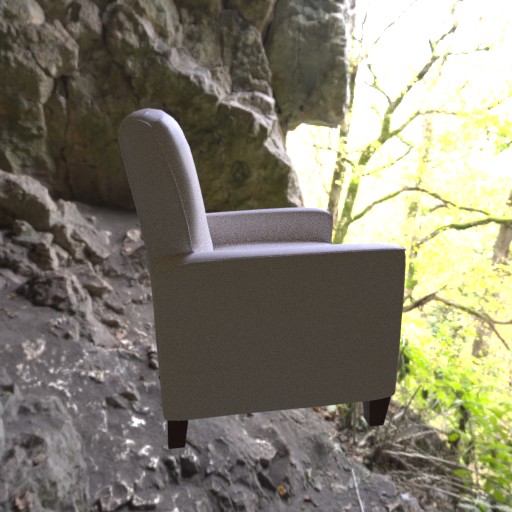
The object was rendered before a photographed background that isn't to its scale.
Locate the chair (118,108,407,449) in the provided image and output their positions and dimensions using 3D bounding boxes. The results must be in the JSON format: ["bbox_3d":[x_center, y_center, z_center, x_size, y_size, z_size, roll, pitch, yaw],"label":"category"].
[{"bbox_3d":[0.000,0.000,1.663,0.858,1.028,0.841,-3,15,-9],"label":"chair"}]
